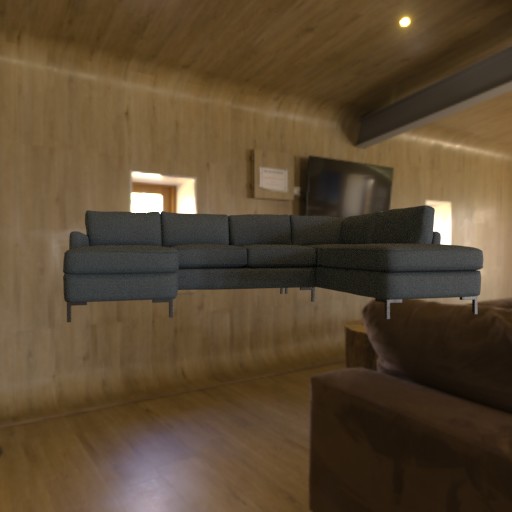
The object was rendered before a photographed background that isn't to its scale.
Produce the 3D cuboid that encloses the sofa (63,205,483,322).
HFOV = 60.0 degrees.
[{"bbox_3d":[0.000,0.000,3.758,2.975,0.858,1.984,0,1,-18],"label":"sofa"}]
